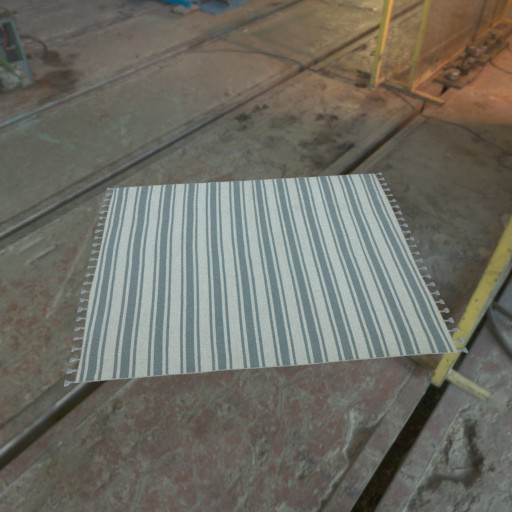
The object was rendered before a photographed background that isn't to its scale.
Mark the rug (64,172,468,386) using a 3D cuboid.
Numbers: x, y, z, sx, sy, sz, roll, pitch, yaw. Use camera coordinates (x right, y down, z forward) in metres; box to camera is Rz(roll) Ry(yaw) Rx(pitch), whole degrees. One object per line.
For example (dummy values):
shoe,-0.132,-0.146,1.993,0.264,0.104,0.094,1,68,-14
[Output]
rug,0.000,0.000,4.273,3.201,0.005,2.439,-4,46,-4
